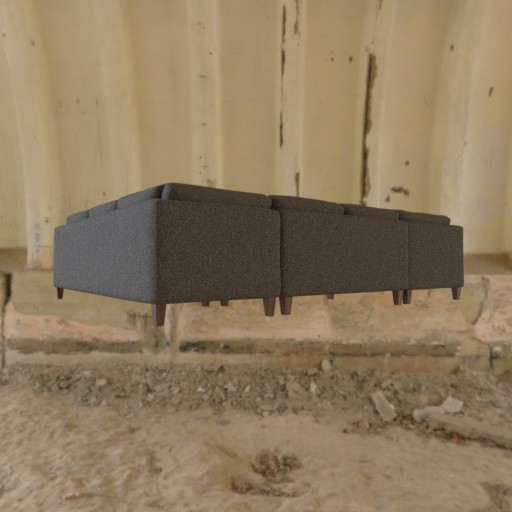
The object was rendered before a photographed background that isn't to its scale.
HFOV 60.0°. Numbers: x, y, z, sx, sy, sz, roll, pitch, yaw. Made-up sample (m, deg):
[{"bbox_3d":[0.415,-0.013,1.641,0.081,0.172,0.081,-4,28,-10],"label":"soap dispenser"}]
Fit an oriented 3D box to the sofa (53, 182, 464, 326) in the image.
[{"bbox_3d":[0.000,0.000,4.375,3.238,0.853,2.551,1,-1,-36],"label":"sofa"}]
